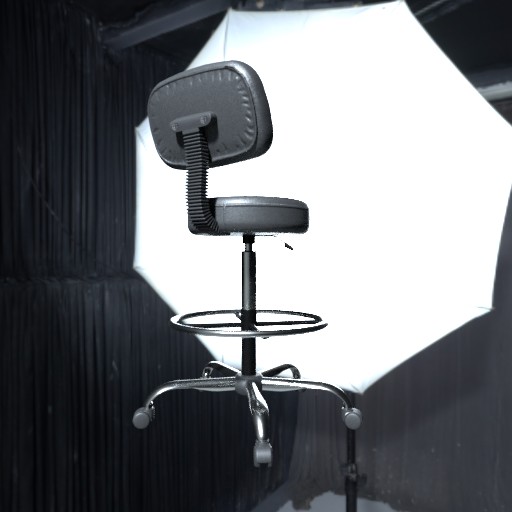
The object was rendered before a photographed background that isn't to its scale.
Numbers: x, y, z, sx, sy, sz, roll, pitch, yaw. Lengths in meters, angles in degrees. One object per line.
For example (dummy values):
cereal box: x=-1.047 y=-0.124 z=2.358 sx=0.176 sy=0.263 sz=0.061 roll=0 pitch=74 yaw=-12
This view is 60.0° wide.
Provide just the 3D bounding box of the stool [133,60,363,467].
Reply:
stool: x=0.000 y=0.000 z=1.497 sx=0.694 sy=1.069 sz=0.658 roll=0 pitch=0 yaw=35
